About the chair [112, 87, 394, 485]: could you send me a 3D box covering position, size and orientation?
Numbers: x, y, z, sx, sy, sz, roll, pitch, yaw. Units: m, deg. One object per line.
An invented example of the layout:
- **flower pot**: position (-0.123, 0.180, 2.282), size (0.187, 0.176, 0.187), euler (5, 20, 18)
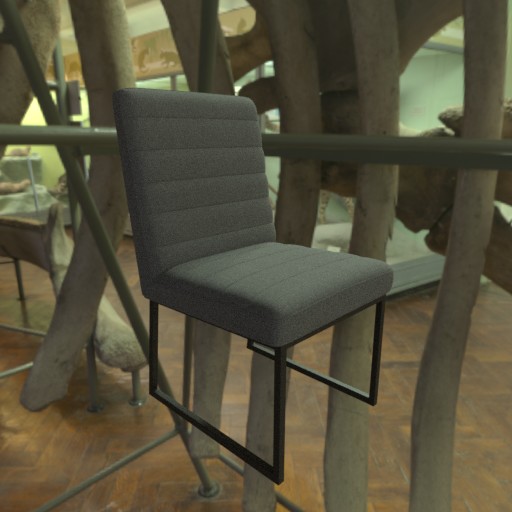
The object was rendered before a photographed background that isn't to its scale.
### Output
- **chair**: position (0.000, 0.000, 1.292), size (0.634, 0.930, 0.520), euler (14, 21, 42)
